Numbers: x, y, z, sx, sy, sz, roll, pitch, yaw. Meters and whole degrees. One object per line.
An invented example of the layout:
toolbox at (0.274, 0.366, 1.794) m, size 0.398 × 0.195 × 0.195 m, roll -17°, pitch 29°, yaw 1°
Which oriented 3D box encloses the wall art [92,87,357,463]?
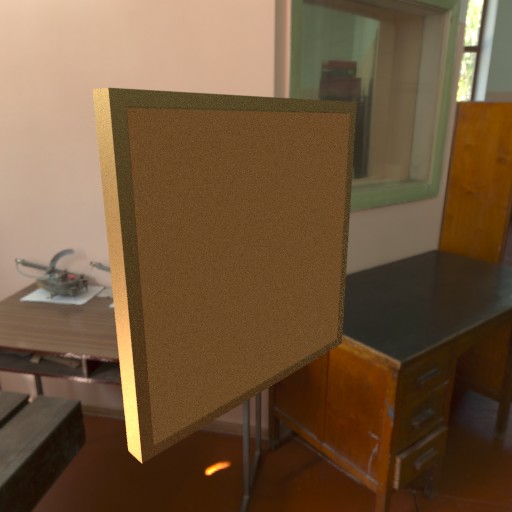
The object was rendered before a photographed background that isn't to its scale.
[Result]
wall art at (0.000, 0.000, 1.902) m, size 0.095 × 1.284 × 1.284 m, roll 16°, pitch 23°, yaw 42°
